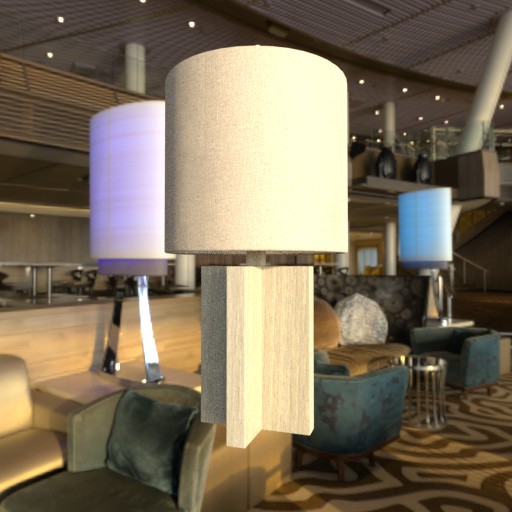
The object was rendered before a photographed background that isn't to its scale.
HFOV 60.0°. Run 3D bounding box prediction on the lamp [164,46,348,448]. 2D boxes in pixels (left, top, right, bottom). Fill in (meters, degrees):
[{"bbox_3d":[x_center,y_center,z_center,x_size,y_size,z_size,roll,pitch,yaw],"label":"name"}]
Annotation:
[{"bbox_3d":[0.000,0.000,0.564,0.229,0.428,0.229,0,-1,19],"label":"lamp"}]
